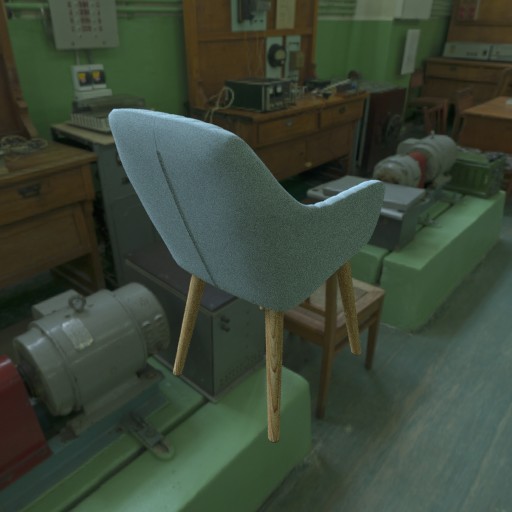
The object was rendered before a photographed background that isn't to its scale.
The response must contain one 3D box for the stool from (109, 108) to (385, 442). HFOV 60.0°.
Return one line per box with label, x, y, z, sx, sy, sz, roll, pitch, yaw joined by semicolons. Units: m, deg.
stool;0.000;0.000;1.200;0.503;0.830;0.590;22;36;34
